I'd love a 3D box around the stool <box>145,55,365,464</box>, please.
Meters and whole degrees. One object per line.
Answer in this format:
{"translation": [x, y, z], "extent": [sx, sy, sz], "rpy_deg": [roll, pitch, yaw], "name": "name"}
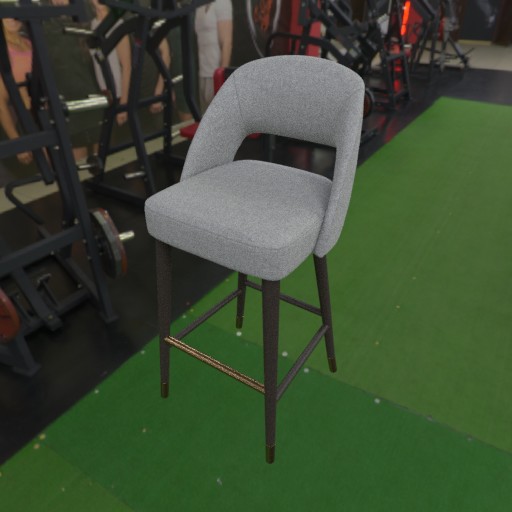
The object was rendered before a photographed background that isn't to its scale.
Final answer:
{"translation": [0.000, 0.000, 1.315], "extent": [0.494, 1.037, 0.509], "rpy_deg": [20, 37, 28], "name": "stool"}
